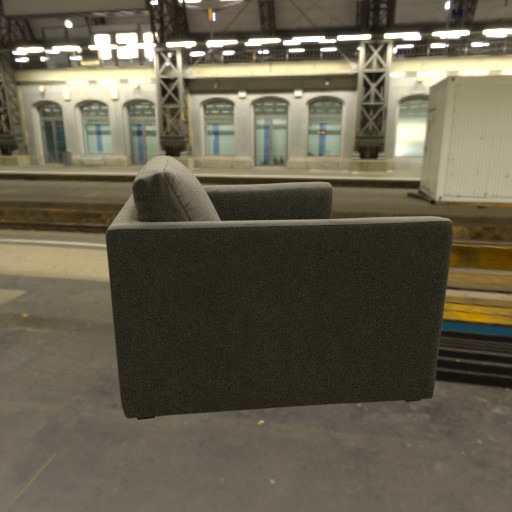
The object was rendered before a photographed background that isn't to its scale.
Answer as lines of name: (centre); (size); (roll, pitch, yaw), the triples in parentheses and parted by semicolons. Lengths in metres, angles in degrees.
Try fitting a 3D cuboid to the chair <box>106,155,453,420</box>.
chair: (0.000, 0.000, 1.906); (1.091, 0.845, 1.190); (-3, 15, -10)
